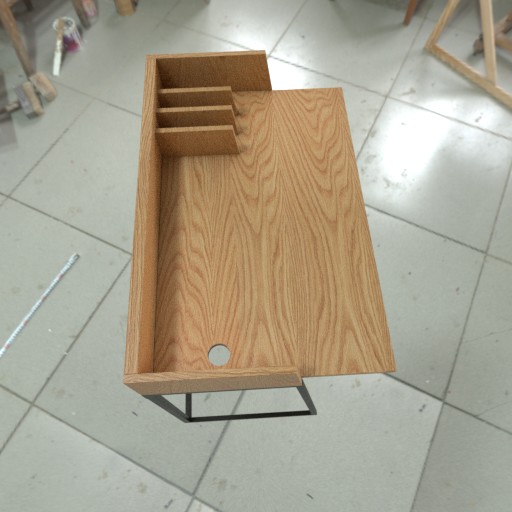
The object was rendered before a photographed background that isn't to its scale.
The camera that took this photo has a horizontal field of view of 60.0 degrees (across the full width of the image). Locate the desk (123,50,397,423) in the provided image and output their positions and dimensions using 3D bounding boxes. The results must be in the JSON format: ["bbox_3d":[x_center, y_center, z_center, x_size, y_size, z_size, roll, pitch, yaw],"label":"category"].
[{"bbox_3d":[0.000,0.000,1.872,0.769,1.061,1.191,-3,64,-1],"label":"desk"}]
